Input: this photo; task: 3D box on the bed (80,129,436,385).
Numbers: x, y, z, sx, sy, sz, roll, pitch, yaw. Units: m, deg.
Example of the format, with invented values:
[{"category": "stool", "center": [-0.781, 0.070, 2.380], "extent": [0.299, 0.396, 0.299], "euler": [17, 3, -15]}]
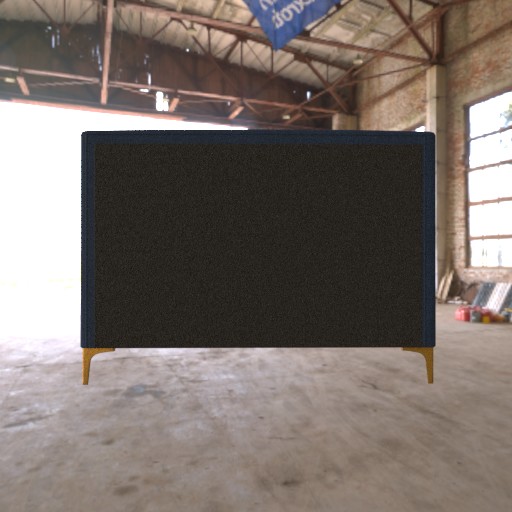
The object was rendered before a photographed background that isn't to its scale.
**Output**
[{"category": "bed", "center": [0.000, 0.000, 3.190], "extent": [1.723, 1.231, 2.172], "euler": [0, 0, -1]}]
